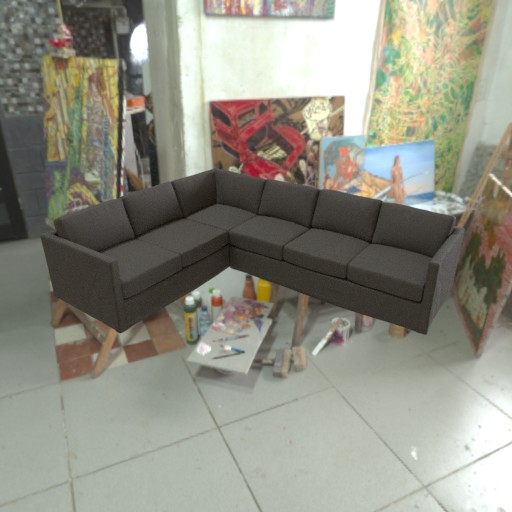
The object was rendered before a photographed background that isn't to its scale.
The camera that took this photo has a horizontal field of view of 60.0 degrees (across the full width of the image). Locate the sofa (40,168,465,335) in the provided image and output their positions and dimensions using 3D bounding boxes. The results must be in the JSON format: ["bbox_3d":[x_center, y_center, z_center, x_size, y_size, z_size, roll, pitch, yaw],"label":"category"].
[{"bbox_3d":[0.000,0.000,4.245,3.182,0.871,2.432,17,31,31],"label":"sofa"}]
